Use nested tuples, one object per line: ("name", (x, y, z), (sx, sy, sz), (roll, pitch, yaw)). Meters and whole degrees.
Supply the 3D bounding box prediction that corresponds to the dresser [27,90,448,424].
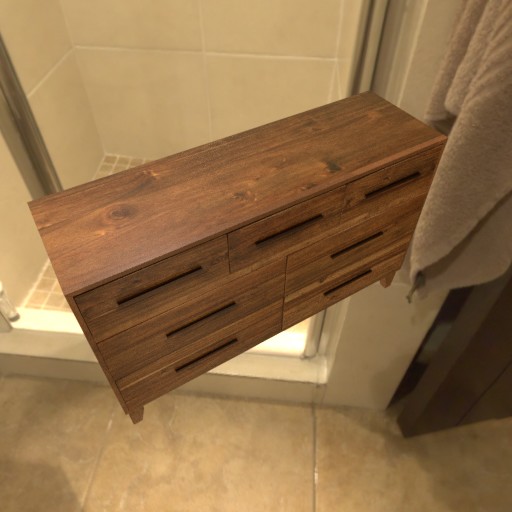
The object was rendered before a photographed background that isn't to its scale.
("dresser", (0.000, 0.000, 1.818), (1.400, 0.873, 0.446), (-24, 52, -21))
